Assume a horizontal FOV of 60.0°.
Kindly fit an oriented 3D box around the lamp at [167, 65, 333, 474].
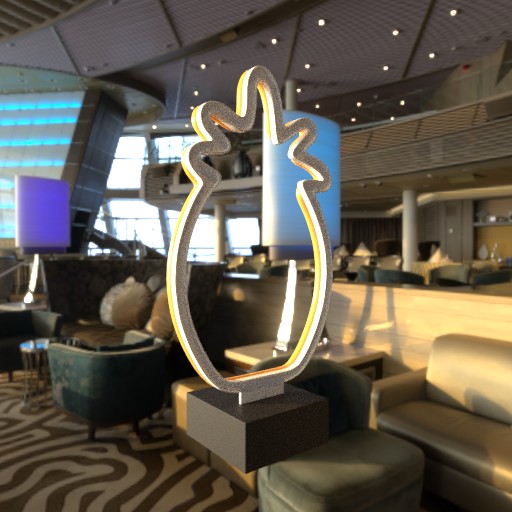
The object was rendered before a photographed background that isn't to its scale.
[{"bbox_3d":[0.000,0.000,0.382,0.167,0.317,0.088,-1,1,-38],"label":"lamp"}]
